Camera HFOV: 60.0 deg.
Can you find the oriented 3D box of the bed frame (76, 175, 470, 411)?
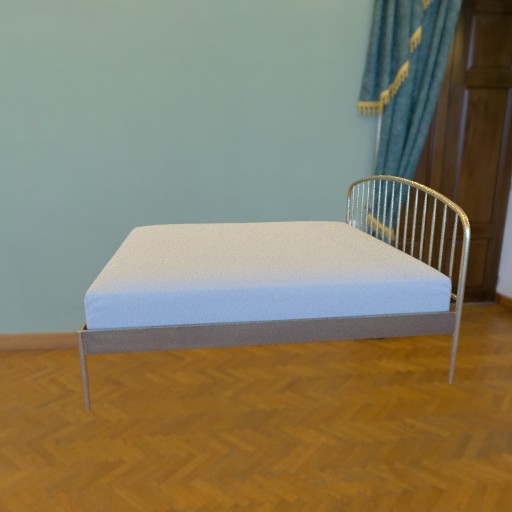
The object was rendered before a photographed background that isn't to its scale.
[{"bbox_3d":[0.000,0.000,3.370,2.152,1.174,2.016,-2,14,-7],"label":"bed frame"}]
